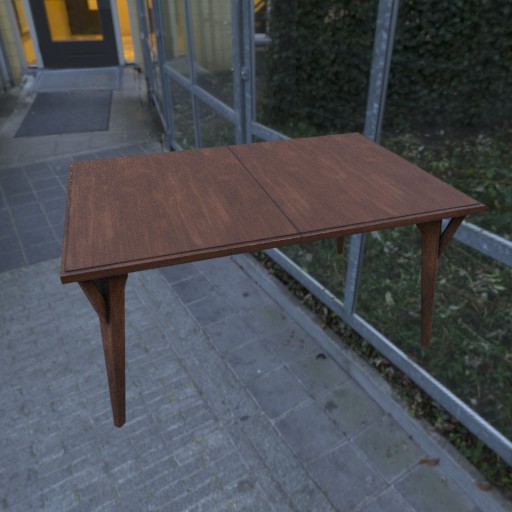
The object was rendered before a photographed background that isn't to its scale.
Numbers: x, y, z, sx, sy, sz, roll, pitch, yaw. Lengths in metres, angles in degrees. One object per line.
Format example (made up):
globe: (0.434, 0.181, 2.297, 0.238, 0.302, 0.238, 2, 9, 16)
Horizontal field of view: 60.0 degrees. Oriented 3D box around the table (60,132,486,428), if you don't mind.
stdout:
table: (0.000, 0.000, 2.088, 1.524, 0.761, 0.990, -10, 34, -15)
